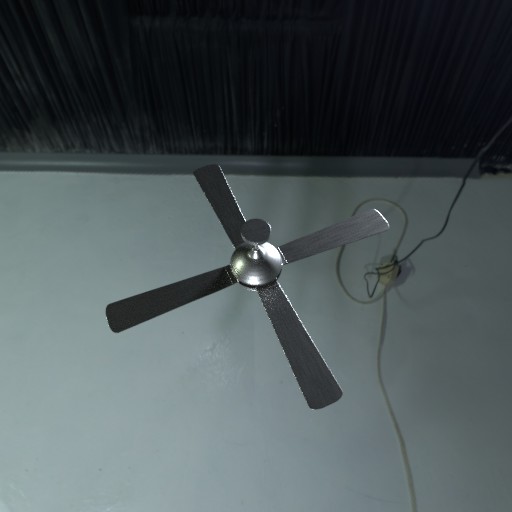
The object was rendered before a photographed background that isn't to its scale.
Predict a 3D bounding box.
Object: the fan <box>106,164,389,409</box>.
[{"bbox_3d":[0.000,0.000,1.978,1.321,0.381,1.321,-3,56,-2],"label":"fan"}]
